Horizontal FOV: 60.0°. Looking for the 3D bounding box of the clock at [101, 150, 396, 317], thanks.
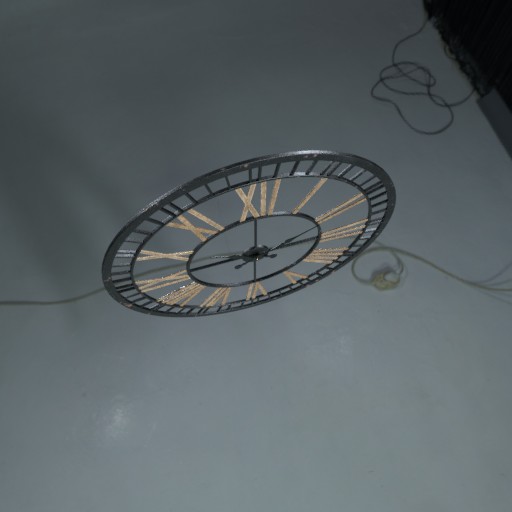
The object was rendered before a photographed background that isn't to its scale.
[{"bbox_3d":[0.000,0.000,1.274,0.843,0.843,0.025,-15,64,-7],"label":"clock"}]
